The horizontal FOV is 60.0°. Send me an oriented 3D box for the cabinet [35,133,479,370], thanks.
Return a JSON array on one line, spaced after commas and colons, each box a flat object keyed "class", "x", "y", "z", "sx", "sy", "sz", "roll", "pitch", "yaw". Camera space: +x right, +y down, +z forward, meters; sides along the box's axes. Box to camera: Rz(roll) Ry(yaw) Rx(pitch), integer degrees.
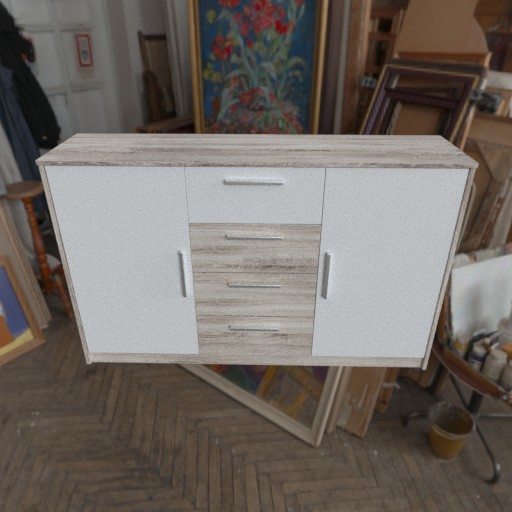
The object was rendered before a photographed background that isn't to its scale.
[{"class": "cabinet", "x": 0.000, "y": 0.000, "z": 1.822, "sx": 1.450, "sy": 0.900, "sz": 0.380, "roll": 1, "pitch": 29, "yaw": 1}]
